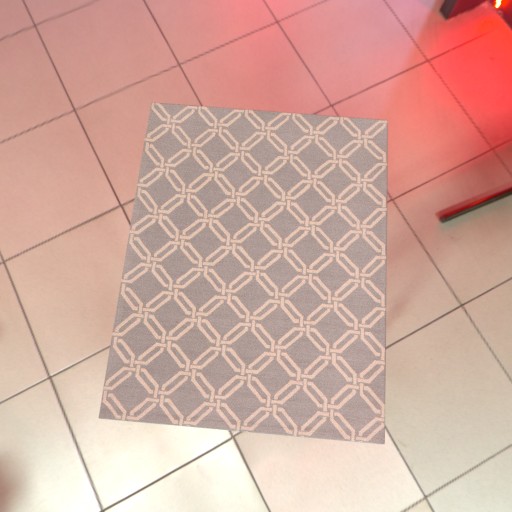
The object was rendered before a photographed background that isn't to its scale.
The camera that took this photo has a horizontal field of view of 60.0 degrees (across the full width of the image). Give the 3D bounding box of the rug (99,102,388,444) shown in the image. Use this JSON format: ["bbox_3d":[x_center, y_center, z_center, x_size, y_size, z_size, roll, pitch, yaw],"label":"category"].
[{"bbox_3d":[0.000,0.000,3.893,2.288,0.018,2.895,5,75,1],"label":"rug"}]
